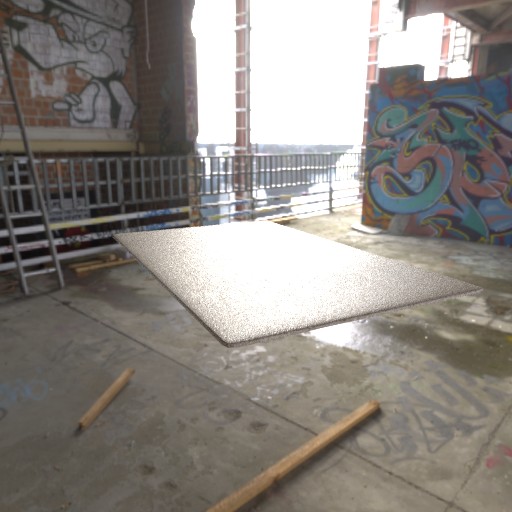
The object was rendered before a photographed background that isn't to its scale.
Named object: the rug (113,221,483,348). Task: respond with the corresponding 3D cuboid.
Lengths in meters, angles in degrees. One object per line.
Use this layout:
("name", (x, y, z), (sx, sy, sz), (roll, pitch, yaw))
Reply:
("rug", (0.000, 0.000, 3.127), (1.539, 0.024, 2.469), (-7, 16, -27))
